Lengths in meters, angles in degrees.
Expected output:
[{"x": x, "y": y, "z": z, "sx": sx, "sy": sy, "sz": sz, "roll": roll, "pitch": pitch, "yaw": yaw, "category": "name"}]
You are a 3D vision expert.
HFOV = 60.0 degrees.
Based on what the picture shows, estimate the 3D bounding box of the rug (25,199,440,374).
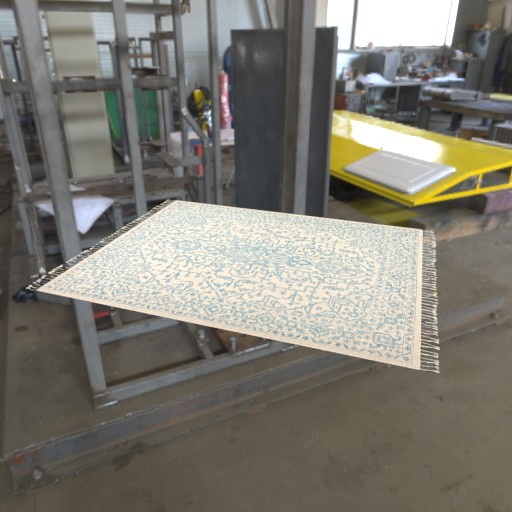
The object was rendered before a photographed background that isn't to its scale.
[{"x": 0.000, "y": 0.000, "z": 4.302, "sx": 3.327, "sy": 0.010, "sz": 2.464, "roll": 9, "pitch": 27, "yaw": 17, "category": "rug"}]
